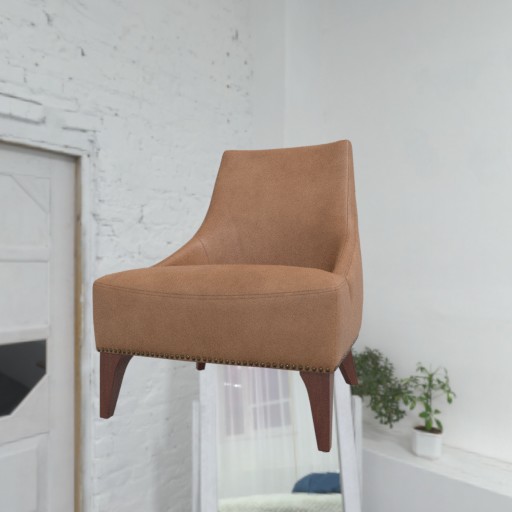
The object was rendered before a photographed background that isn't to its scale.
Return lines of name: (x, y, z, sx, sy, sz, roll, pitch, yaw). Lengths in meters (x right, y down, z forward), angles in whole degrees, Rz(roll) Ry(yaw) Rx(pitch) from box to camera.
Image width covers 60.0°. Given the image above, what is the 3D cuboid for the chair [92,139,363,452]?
chair: (0.000, 0.000, 1.496, 0.701, 0.909, 0.861, 0, 0, 20)
